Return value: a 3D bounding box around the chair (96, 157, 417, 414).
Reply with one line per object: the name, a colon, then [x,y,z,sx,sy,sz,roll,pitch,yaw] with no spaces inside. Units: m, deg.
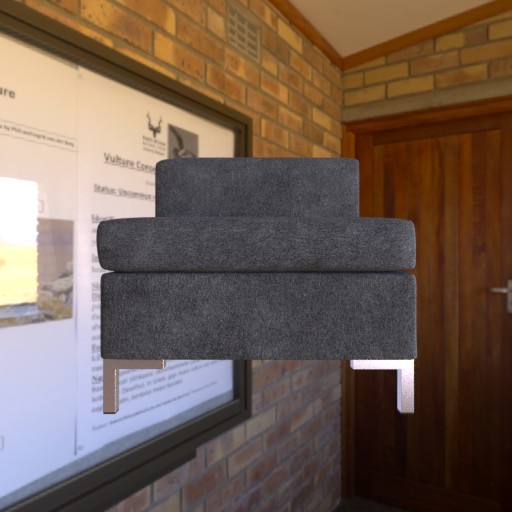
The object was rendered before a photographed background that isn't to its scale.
chair: [0.000,0.000,1.227,0.680,0.660,0.680,0,0,0]
